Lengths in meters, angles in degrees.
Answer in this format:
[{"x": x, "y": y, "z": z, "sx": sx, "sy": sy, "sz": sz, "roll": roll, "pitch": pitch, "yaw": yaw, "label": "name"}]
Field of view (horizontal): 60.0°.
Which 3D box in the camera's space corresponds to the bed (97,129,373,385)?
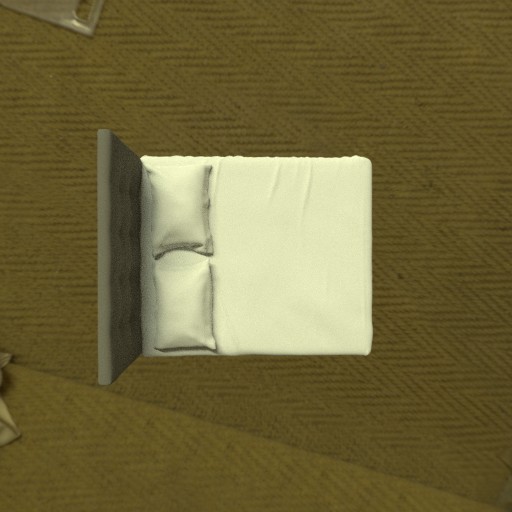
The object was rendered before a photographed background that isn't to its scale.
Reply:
[{"x": 0.000, "y": 0.000, "z": 3.603, "sx": 2.222, "sy": 1.577, "sz": 1.936, "roll": 0, "pitch": 91, "yaw": -2, "label": "bed"}]
